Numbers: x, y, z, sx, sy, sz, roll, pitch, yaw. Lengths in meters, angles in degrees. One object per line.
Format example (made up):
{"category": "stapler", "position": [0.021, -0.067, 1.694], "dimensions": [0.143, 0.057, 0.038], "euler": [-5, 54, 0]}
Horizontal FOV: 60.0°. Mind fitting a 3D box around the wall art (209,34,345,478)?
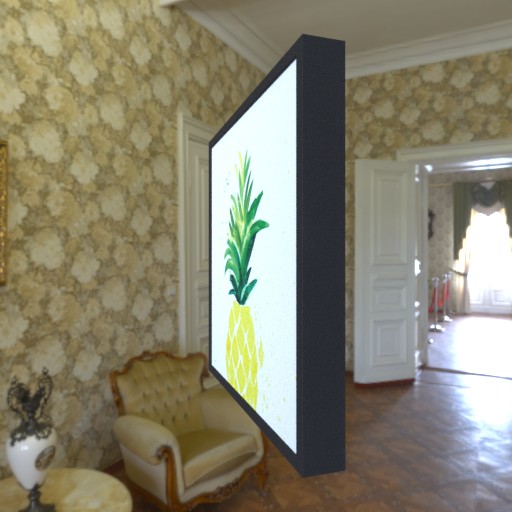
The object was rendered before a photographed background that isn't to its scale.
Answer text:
{"category": "wall art", "position": [0.000, 0.000, 0.453], "dimensions": [0.033, 0.304, 0.305], "euler": [0, 0, -18]}
